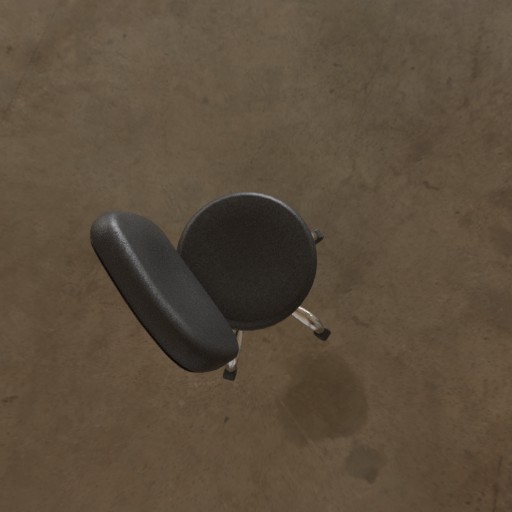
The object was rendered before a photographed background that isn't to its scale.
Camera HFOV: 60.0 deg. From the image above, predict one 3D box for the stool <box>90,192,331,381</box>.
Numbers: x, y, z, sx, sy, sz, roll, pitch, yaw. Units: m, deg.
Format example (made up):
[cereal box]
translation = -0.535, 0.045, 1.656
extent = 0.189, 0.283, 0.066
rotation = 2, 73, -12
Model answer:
[stool]
translation = 0.000, 0.000, 1.314
extent = 0.648, 0.862, 0.673
rotation = -36, 79, -8
